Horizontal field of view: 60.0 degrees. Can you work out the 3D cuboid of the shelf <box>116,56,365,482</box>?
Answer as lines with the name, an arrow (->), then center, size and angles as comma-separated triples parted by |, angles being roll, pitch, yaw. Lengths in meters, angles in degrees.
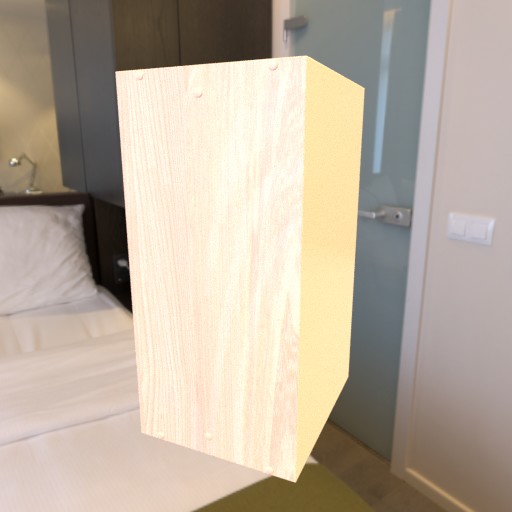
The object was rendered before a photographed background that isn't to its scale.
shelf -> 0.000, 0.000, 0.810 | 0.290, 0.600, 0.350 | 6, 15, 24
